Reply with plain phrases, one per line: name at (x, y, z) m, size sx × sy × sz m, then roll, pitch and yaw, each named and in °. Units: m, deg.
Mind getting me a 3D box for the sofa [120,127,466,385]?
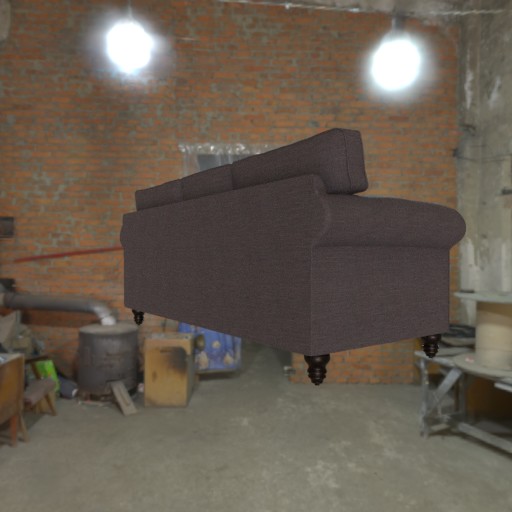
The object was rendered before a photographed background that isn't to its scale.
sofa at (0.000, 0.000, 2.594) m, size 0.909 × 0.966 × 2.084 m, roll 0°, pitch 0°, yaw -36°
